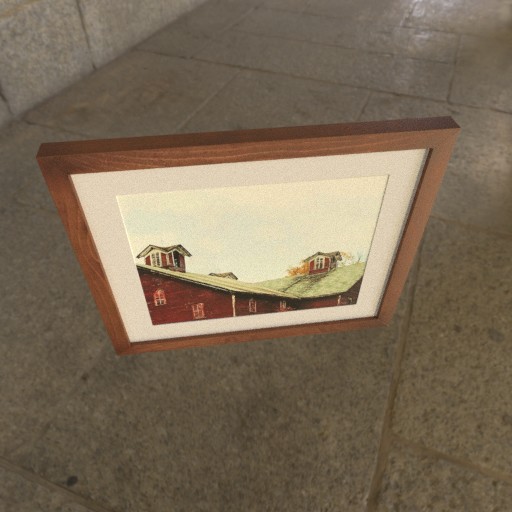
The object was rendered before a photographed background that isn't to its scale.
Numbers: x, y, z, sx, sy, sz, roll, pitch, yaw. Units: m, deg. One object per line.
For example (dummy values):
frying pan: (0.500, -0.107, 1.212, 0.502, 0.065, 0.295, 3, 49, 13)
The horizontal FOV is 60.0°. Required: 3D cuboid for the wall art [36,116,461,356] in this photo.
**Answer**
wall art: (0.000, 0.000, 0.752, 0.558, 0.457, 0.033, -5, 46, -5)
